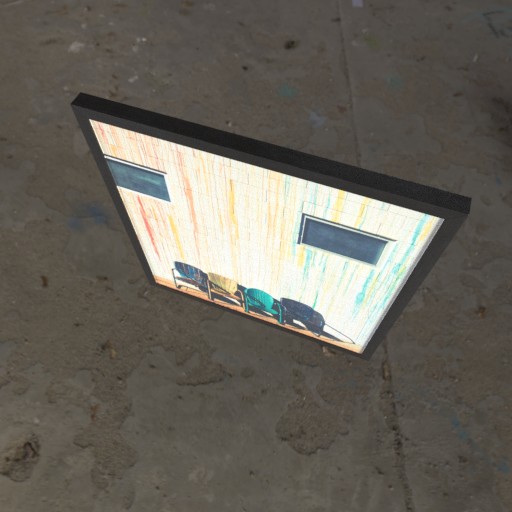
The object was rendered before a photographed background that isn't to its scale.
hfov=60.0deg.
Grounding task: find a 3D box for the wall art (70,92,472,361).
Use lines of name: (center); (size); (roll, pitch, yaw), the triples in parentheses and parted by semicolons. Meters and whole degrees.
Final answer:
wall art: (0.000, 0.000, 1.132); (0.763, 0.763, 0.039); (18, 60, 10)
